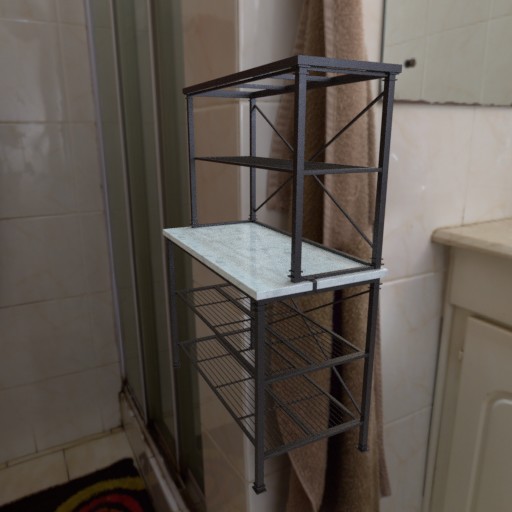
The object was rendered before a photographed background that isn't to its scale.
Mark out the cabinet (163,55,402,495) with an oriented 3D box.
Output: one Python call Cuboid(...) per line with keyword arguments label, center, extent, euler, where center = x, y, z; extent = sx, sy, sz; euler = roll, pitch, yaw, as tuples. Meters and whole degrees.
Cuboid(label="cabinet", center=(0.000, 0.000, 2.212), extent=(0.610, 1.659, 1.210), euler=(-8, 17, -26))
